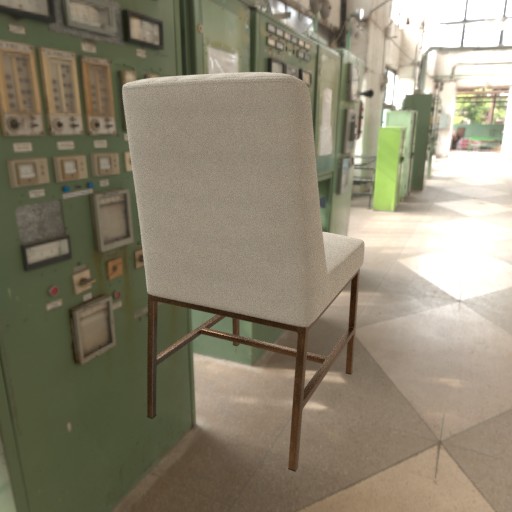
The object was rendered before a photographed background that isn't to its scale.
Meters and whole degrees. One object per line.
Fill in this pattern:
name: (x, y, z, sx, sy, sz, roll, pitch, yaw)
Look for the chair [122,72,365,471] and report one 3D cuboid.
chair: (0.000, 0.000, 1.291, 0.503, 0.933, 0.597, 8, 18, 26)
